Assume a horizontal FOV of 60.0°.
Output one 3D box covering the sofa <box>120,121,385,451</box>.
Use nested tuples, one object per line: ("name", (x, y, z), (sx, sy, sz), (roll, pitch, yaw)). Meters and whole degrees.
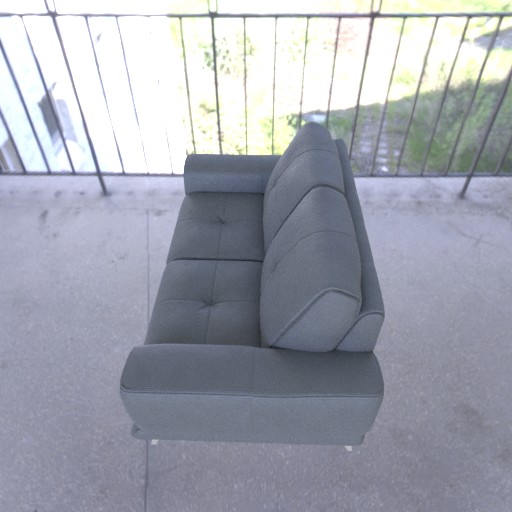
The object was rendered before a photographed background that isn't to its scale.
("sofa", (0.000, 0.000, 2.344), (1.018, 0.907, 1.806), (1, 42, 1))
